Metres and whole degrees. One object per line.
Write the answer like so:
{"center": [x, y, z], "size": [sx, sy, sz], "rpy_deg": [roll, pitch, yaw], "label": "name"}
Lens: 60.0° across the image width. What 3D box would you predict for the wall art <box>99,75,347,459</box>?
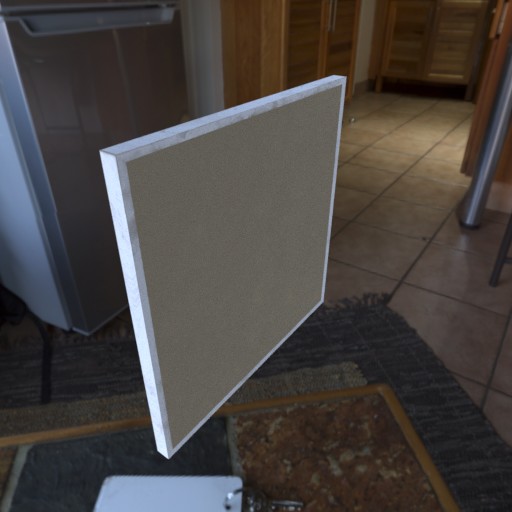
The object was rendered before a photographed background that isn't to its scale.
{"center": [0.000, 0.000, 1.133], "size": [0.038, 0.757, 0.760], "rpy_deg": [21, 38, 30], "label": "wall art"}
